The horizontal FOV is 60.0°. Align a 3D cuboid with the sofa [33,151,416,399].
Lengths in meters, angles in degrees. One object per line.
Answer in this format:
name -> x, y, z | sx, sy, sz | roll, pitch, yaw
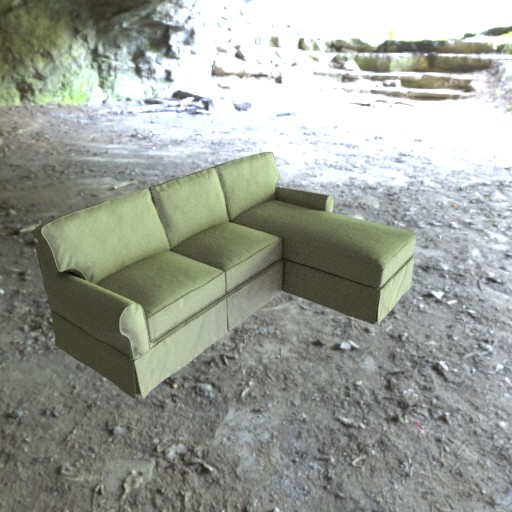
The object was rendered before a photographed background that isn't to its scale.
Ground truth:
sofa -> 0.000, 0.000, 3.308 | 1.733, 0.978, 2.475 | 18, 32, 32
